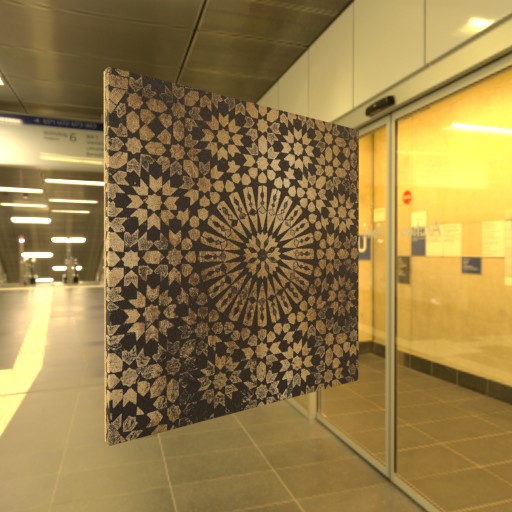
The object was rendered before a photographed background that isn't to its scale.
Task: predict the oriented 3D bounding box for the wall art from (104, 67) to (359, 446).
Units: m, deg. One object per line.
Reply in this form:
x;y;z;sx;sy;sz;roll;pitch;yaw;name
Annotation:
0.000;0.000;1.355;0.914;0.914;0.038;0;1;-37;wall art
